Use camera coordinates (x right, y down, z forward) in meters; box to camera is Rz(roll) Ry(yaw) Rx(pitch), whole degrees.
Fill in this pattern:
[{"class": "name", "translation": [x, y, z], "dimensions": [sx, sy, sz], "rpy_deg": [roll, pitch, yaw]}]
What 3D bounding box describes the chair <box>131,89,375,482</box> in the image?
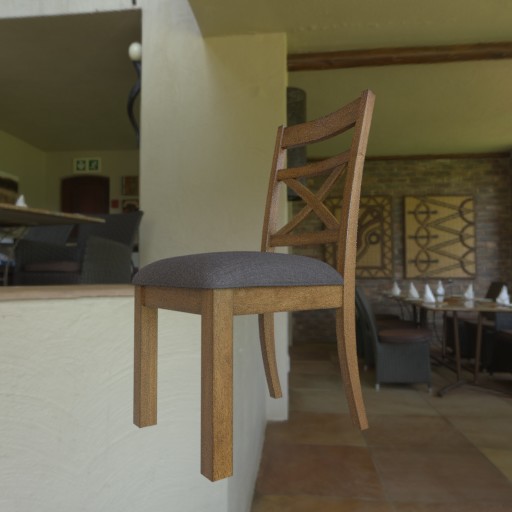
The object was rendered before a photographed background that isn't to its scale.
[{"class": "chair", "translation": [0.000, 0.000, 1.260], "dimensions": [0.581, 0.949, 0.470], "rpy_deg": [2, -3, -36]}]
